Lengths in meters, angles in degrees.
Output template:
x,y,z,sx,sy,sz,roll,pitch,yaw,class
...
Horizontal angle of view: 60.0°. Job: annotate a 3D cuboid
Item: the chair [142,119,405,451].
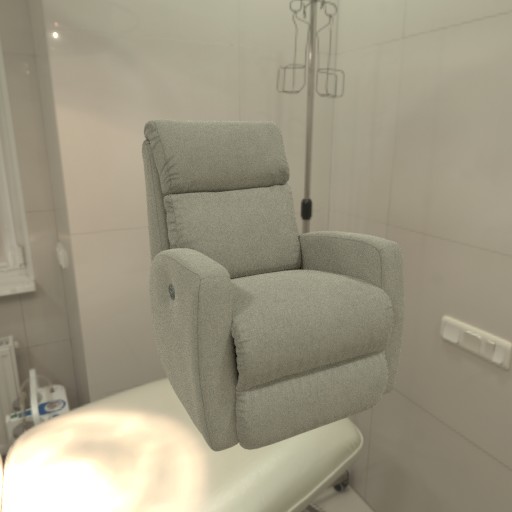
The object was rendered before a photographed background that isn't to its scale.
x,y,z,sx,sy,sz,roll,pitch,yaw,class
0.000,0.000,1.717,0.794,1.021,0.940,-8,18,-26,chair
